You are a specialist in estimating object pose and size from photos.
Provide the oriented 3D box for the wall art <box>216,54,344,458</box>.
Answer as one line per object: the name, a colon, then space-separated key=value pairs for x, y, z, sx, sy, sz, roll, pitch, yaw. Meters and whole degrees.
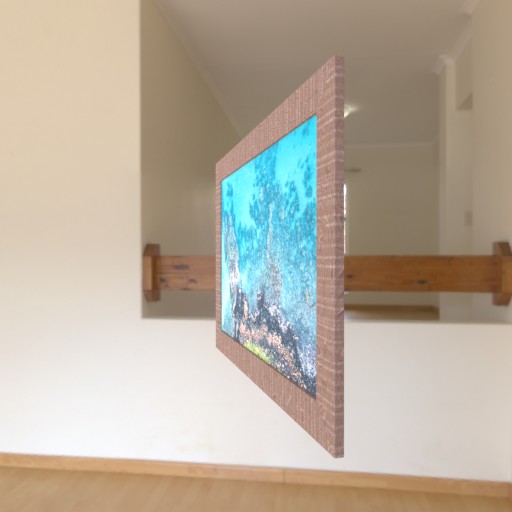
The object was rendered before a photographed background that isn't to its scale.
wall art: x=0.000 y=0.000 z=1.339 sx=0.020 sy=0.761 sz=1.056 roll=0 pitch=0 yaw=-17
